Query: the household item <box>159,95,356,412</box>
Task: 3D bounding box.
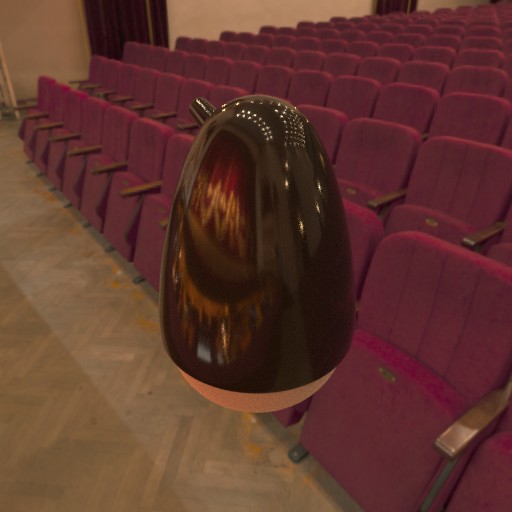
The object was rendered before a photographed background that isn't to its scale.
[{"bbox_3d":[0.000,0.000,0.219,0.102,0.152,0.104,-20,35,-31],"label":"household item"}]
